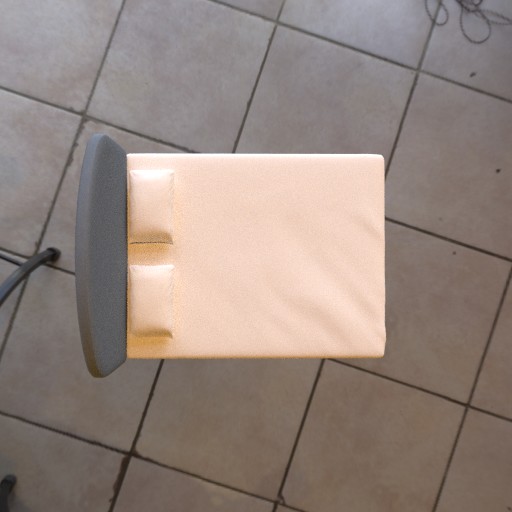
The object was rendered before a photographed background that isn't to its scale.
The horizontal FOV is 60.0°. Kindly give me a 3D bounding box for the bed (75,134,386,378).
[{"bbox_3d":[0.000,0.000,3.127,2.005,1.410,1.607,0,90,-1],"label":"bed"}]
